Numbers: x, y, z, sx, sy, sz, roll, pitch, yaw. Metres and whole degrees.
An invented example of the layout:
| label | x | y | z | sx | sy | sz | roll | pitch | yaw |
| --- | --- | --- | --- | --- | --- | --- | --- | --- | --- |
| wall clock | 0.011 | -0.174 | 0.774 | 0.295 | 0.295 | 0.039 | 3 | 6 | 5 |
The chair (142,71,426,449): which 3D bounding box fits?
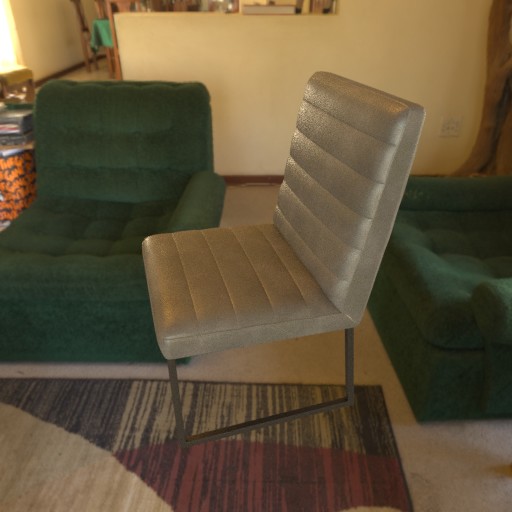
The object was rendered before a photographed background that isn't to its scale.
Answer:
| label | x | y | z | sx | sy | sz | roll | pitch | yaw |
| --- | --- | --- | --- | --- | --- | --- | --- | --- | --- |
| chair | 0.000 | 0.000 | 1.299 | 0.634 | 0.930 | 0.520 | -9 | 32 | -14 |
